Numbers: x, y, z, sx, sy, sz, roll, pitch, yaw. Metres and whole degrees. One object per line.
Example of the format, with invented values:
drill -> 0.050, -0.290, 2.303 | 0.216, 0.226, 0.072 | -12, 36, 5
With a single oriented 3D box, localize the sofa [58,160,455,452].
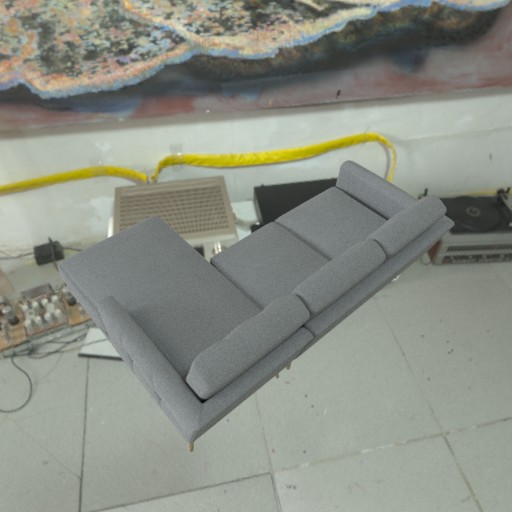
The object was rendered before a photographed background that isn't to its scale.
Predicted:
sofa -> 0.000, 0.000, 2.861 | 2.040, 0.860, 1.530 | -32, 54, -27
